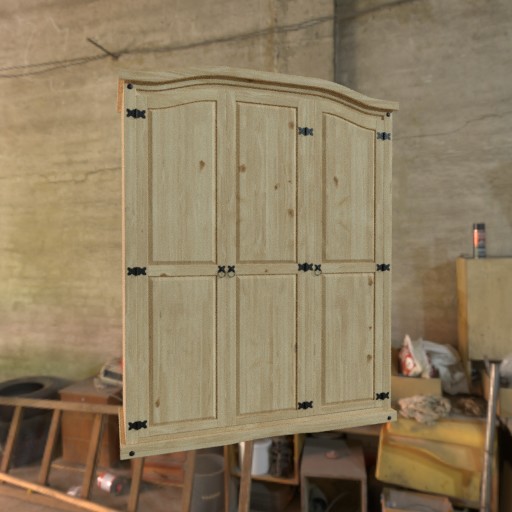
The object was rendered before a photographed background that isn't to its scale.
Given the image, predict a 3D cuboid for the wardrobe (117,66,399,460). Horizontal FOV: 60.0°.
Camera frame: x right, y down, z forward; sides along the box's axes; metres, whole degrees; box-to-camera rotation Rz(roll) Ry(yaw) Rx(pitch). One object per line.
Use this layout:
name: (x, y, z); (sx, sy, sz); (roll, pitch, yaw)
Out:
wardrobe: (0.000, 0.000, 2.531); (1.500, 1.870, 0.570); (0, 1, -18)
